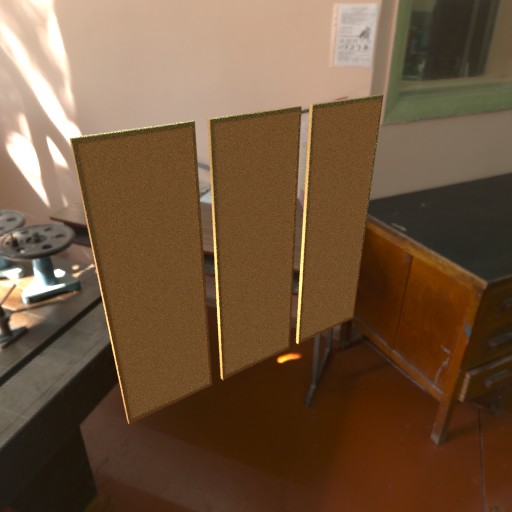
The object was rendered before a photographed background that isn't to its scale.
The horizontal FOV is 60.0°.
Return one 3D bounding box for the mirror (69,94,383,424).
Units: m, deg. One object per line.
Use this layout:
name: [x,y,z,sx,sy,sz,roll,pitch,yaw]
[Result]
mirror: [0.000,0.000,1.468,1.011,0.926,0.023,-18,34,-29]
